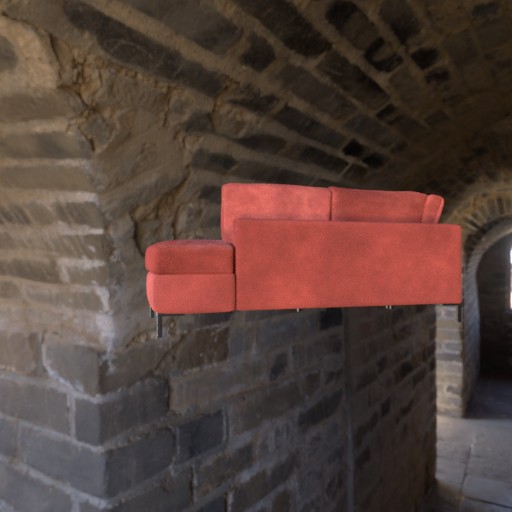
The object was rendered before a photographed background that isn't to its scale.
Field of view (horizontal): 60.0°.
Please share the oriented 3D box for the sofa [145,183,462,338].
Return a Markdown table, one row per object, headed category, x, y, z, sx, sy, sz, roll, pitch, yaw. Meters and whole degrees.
| category | x | y | z | sx | sy | sz | roll | pitch | yaw |
| --- | --- | --- | --- | --- | --- | --- | --- | --- | --- |
| sofa | 0.000 | 0.000 | 3.963 | 1.981 | 0.858 | 2.971 | 0 | 0 | -16 |
